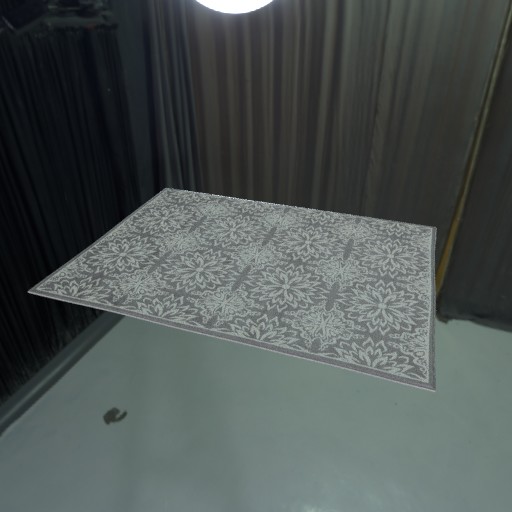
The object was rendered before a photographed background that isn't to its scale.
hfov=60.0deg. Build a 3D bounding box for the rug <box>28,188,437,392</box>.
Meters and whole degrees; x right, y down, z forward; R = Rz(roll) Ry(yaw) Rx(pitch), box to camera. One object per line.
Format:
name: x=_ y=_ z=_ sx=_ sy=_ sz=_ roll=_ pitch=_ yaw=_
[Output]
rug: x=0.000 y=0.000 z=2.878 sx=2.213 sy=0.014 sz=1.608 roll=10 pitch=33 yaw=16
